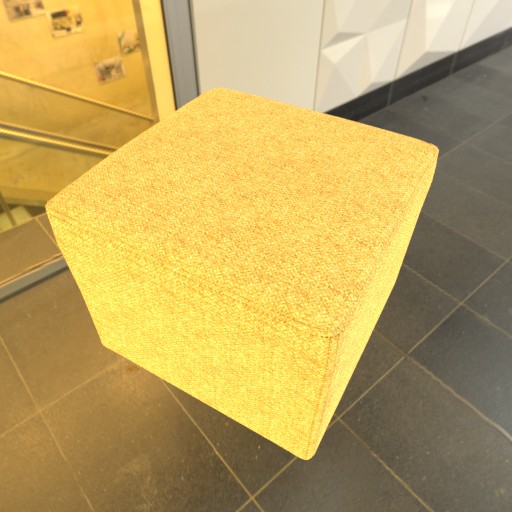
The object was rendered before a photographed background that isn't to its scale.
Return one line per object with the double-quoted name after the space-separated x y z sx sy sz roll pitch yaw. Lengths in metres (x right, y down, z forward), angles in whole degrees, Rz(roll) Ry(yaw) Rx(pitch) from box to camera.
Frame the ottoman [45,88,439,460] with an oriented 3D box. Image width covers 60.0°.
0.000 0.000 0.890 0.512 0.441 0.505 22 50 20 "ottoman"
